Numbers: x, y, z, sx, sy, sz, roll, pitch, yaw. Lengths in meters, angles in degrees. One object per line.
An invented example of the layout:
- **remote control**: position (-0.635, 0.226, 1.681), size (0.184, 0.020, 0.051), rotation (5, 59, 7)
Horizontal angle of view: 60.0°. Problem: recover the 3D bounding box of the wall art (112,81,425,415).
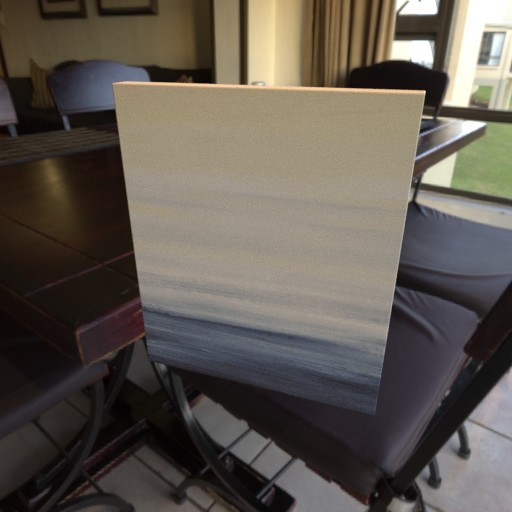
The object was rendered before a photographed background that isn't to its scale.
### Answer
- **wall art**: position (0.000, 0.000, 0.713), size (0.435, 0.511, 0.037), rotation (9, 27, 17)
